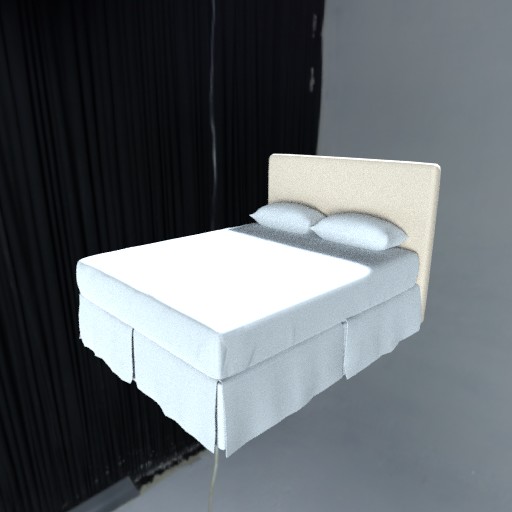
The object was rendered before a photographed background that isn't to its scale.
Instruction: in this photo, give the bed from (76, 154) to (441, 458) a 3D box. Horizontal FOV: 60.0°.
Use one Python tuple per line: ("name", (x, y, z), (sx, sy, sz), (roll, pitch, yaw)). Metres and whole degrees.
("bed", (0.000, 0.000, 3.268), (2.142, 1.330, 1.748), (-15, 22, -41))
